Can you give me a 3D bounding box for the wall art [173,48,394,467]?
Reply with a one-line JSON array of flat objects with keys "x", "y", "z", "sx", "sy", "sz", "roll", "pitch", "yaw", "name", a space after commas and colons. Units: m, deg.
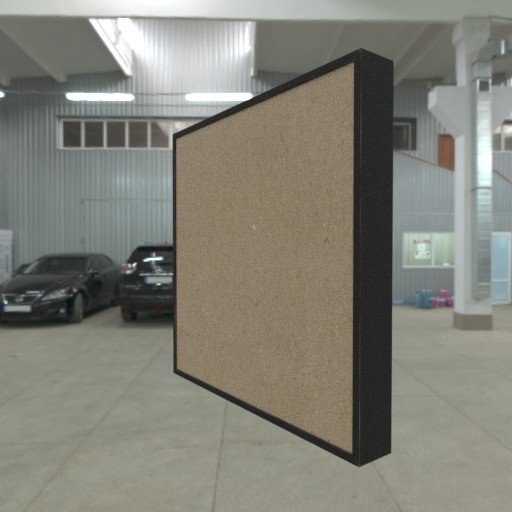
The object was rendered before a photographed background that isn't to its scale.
[{"x": 0.000, "y": 0.000, "z": 0.455, "sx": 0.038, "sy": 0.305, "sz": 0.305, "roll": -1, "pitch": 1, "yaw": -37, "name": "wall art"}]
